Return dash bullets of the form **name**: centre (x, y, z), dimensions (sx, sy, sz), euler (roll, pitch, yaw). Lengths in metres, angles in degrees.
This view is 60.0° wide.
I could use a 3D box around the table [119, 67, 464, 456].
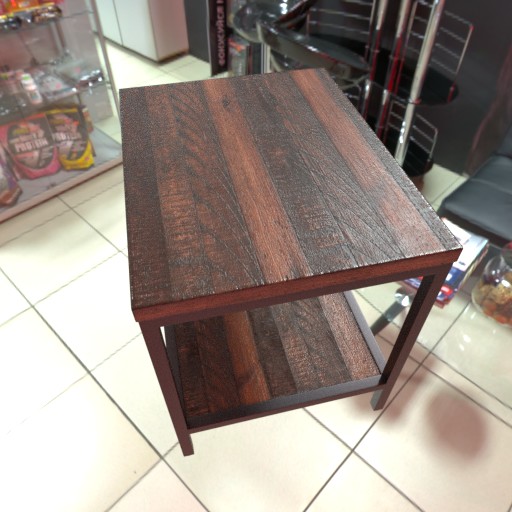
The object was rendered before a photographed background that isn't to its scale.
- **table**: centre (0.000, 0.000, 1.116), dimensions (0.524, 0.612, 0.678), euler (-10, 48, -9)
